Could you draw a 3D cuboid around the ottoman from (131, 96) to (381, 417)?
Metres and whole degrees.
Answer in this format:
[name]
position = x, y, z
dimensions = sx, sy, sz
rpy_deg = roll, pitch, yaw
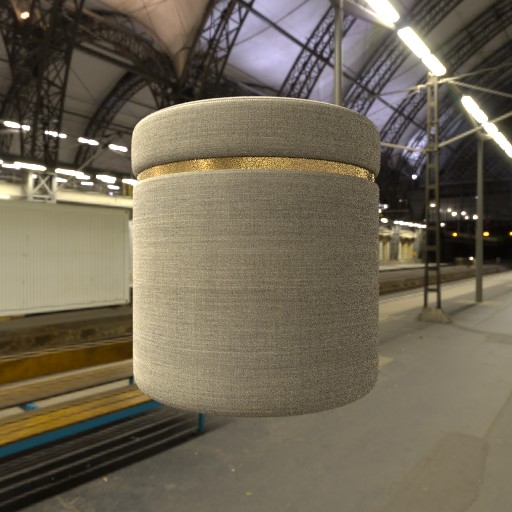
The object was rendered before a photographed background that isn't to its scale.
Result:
[ottoman]
position = 0.000, 0.000, 0.741
dimensions = 0.400, 0.406, 0.400
rpy_deg = 0, 0, 0
